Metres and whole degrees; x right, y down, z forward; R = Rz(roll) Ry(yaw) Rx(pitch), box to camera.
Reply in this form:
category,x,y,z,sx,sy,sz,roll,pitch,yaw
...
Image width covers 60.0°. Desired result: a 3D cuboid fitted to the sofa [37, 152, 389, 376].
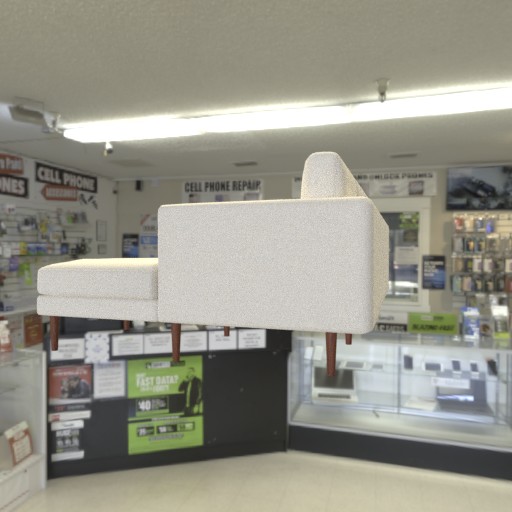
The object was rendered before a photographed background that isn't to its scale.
category,x,y,z,sx,sy,sz,roll,pitch,yaw
sofa,0.000,0.000,2.842,1.580,0.899,2.029,0,1,18
